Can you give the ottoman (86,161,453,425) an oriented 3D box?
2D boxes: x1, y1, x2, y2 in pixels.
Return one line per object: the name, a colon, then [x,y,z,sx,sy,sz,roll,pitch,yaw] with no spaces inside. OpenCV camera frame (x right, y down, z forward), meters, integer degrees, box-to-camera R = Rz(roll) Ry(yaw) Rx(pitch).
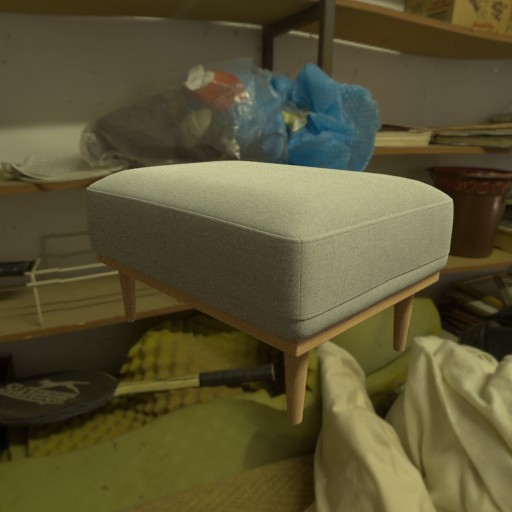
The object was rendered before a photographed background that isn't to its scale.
ottoman: [0.000,0.000,1.102,0.549,0.428,0.749,-16,23,-42]
